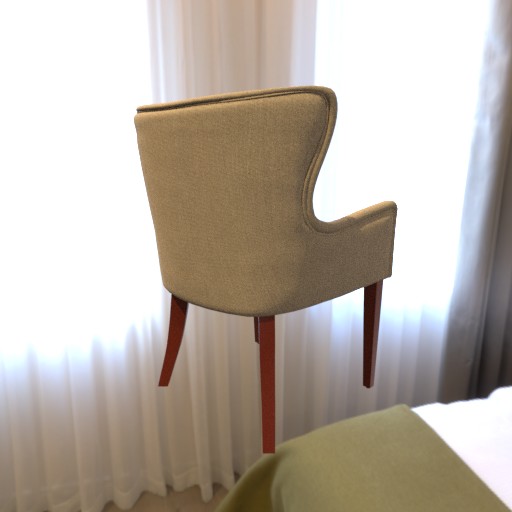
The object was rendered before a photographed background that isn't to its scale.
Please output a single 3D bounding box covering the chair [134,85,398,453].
[{"bbox_3d":[0.000,0.000,1.434,0.732,0.948,0.677,12,18,43],"label":"chair"}]
